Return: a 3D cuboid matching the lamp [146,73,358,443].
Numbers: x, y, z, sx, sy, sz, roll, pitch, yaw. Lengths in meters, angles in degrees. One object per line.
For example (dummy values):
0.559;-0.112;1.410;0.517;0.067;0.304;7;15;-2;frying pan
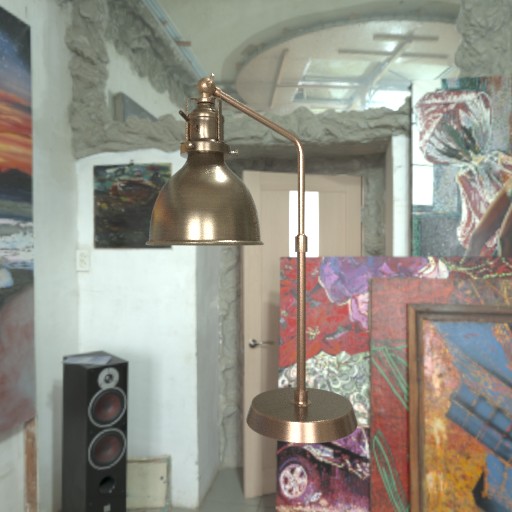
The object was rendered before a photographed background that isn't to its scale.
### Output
0.000;0.000;0.592;0.286;0.456;0.153;0;1;-19;lamp
